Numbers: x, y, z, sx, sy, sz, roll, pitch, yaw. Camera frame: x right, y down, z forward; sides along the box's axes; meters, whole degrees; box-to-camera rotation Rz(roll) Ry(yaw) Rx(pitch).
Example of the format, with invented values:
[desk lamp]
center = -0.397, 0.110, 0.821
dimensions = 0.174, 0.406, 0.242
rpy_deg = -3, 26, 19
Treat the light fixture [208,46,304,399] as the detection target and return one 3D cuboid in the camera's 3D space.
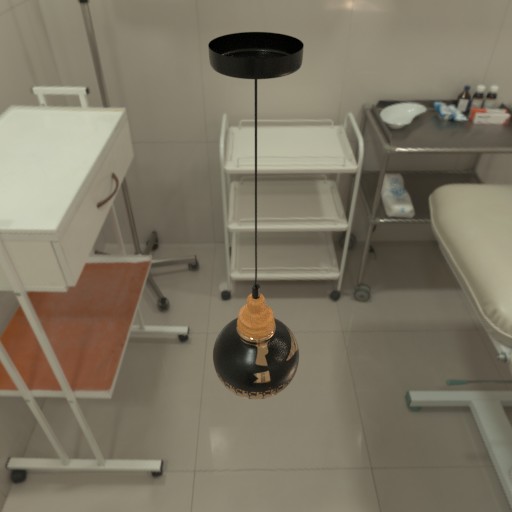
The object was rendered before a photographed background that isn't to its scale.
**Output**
[light fixture]
center = 0.000, 0.000, 1.802
dimensions = 0.430, 1.606, 0.430
rpy_deg = -1, 40, -1
